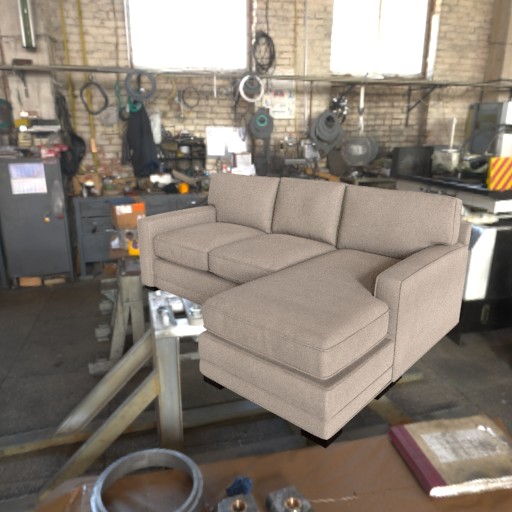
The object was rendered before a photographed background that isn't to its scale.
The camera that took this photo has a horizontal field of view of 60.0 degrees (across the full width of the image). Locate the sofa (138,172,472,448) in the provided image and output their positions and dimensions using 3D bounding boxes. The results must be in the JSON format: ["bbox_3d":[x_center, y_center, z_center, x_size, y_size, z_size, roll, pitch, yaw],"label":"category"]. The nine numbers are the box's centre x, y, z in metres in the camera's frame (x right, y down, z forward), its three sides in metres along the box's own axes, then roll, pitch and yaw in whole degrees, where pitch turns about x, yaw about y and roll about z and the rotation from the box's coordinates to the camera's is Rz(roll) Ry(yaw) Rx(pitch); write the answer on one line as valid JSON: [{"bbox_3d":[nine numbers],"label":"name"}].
[{"bbox_3d":[0.000,0.000,2.801,2.087,0.861,1.496,14,22,40],"label":"sofa"}]
